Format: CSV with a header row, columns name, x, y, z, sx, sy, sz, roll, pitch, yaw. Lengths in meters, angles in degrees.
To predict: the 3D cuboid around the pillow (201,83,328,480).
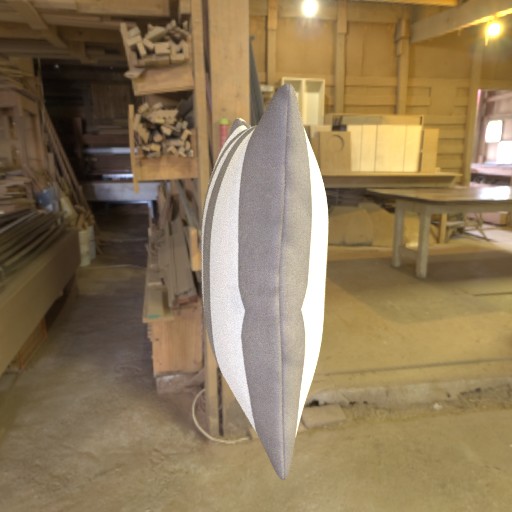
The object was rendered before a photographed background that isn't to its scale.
name,x,y,z,sx,sy,sz,roll,pitch,yaw
pillow,0.000,0.000,0.788,0.192,0.507,0.522,-2,14,-8
